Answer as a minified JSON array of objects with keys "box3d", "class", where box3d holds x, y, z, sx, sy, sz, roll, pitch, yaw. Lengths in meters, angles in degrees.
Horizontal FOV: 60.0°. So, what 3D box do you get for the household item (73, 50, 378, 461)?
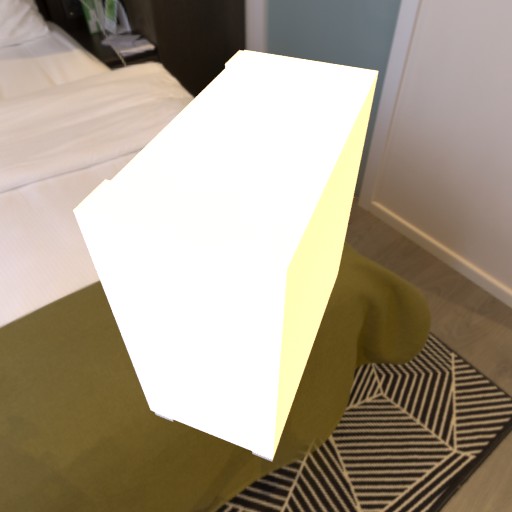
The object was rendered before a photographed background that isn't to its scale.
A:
[{"box3d":[0.000,0.000,1.343,0.420,0.870,0.800,16,48,15],"class":"household item"}]
